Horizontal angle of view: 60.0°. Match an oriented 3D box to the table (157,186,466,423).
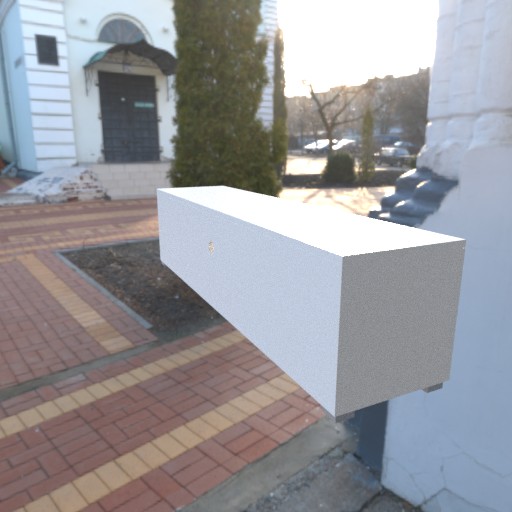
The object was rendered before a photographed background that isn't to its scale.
[{"bbox_3d":[0.000,0.000,1.820,0.390,0.420,1.650,-7,16,-25],"label":"table"}]
